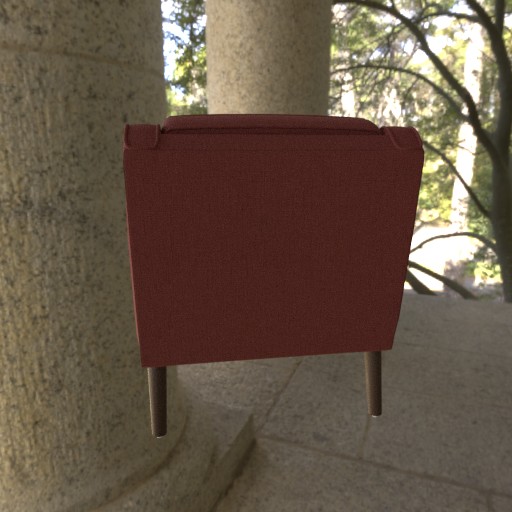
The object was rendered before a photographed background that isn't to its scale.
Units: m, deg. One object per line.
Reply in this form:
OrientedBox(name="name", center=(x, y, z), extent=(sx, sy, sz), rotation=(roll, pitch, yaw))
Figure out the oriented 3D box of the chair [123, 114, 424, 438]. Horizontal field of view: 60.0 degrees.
OrientedBox(name="chair", center=(0.000, 0.000, 1.390), extent=(0.680, 0.812, 0.770), rotation=(-2, 13, -9))
